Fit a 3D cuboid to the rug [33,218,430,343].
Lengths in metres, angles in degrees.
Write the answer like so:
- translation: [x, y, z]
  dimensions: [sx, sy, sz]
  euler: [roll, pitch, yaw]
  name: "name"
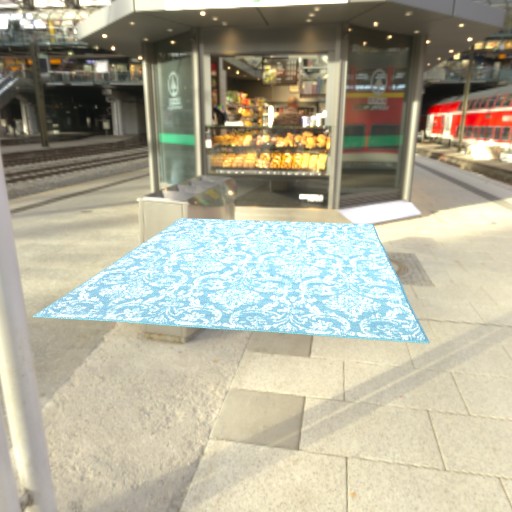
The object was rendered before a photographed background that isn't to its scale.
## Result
- translation: [0.000, 0.000, 3.996]
  dimensions: [2.363, 0.012, 2.980]
  euler: [2, 17, 8]
  name: "rug"
